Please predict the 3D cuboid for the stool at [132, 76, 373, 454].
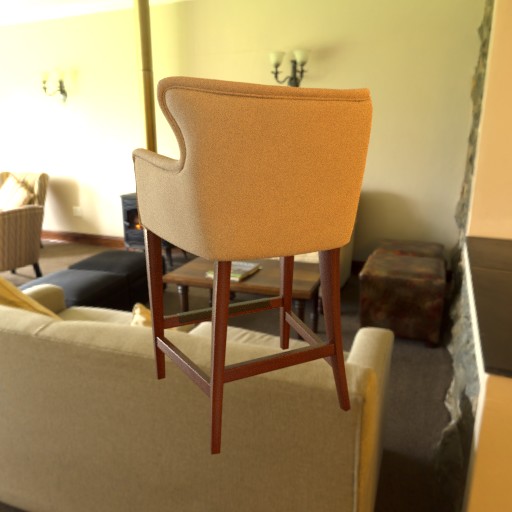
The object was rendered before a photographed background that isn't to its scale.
[{"bbox_3d":[0.000,0.000,1.334,0.601,0.951,0.570,-7,17,-25],"label":"stool"}]
